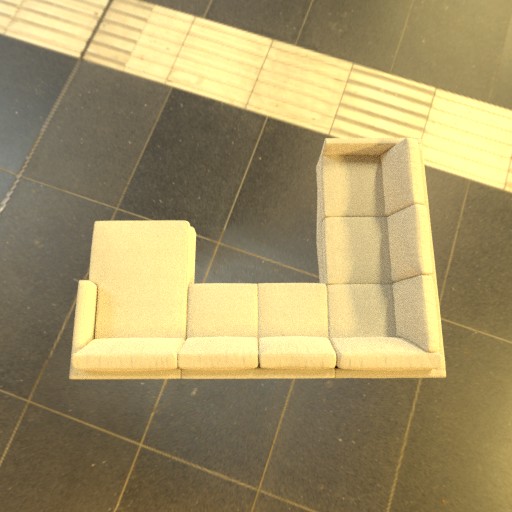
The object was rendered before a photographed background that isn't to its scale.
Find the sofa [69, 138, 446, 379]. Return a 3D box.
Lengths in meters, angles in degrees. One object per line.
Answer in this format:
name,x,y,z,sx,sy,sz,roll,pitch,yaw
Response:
sofa,0.000,0.000,4.556,3.460,0.882,2.427,0,75,0
